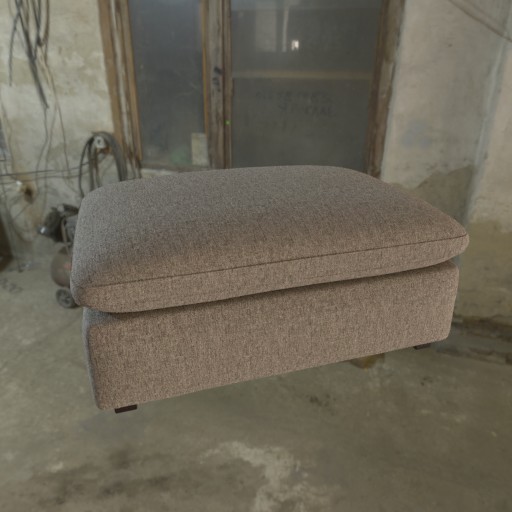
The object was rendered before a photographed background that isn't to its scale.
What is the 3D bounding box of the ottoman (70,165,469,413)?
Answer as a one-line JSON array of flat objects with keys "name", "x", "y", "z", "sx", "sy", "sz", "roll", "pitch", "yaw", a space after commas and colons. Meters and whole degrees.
[{"name": "ottoman", "x": 0.000, "y": 0.000, "z": 1.327, "sx": 0.977, "sy": 0.451, "sz": 0.694, "roll": -7, "pitch": 26, "yaw": -16}]
